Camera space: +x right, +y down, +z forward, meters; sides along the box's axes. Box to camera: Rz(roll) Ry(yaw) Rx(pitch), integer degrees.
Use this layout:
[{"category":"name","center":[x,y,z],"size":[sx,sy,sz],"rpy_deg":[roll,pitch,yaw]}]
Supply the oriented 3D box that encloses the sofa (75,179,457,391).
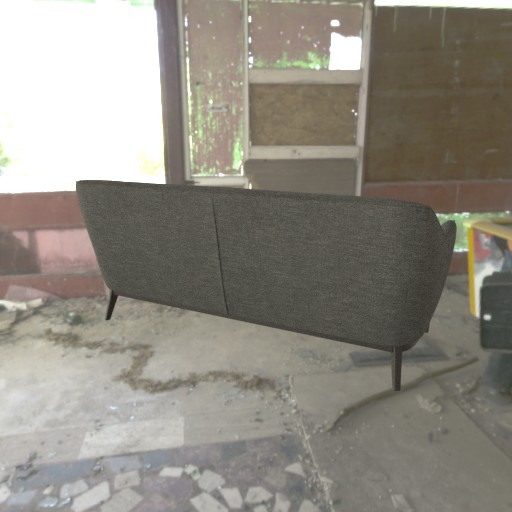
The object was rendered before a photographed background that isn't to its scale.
[{"category":"sofa","center":[0.000,0.000,2.404],"size":[1.928,0.829,0.867],"rpy_deg":[8,18,25]}]
